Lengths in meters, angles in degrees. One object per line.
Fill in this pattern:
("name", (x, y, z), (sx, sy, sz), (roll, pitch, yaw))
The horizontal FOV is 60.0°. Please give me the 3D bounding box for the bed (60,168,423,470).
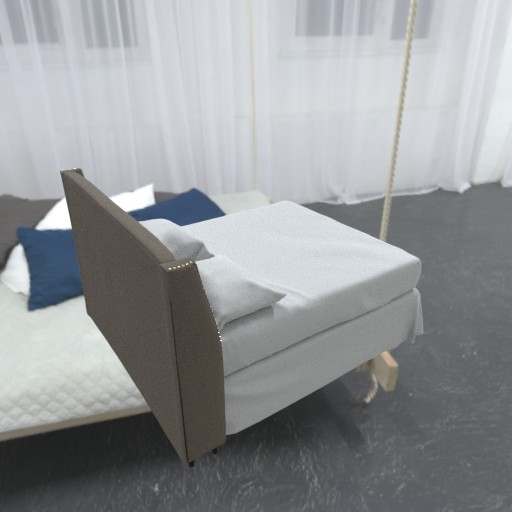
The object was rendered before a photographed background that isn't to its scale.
("bed", (0.000, 0.000, 3.462), (2.276, 1.332, 1.925), (-17, 32, -31))
